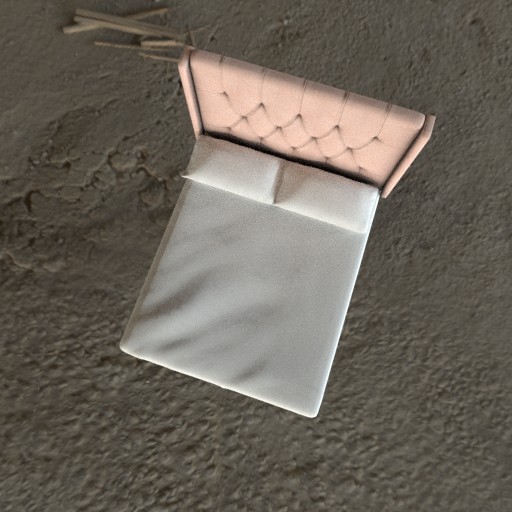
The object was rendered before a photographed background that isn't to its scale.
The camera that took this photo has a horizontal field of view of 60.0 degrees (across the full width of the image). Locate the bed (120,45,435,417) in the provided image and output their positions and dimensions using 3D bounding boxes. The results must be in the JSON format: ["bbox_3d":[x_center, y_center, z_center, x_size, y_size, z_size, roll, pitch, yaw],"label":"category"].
[{"bbox_3d":[0.000,0.000,3.412,1.719,1.665,2.066,18,76,5],"label":"bed"}]
